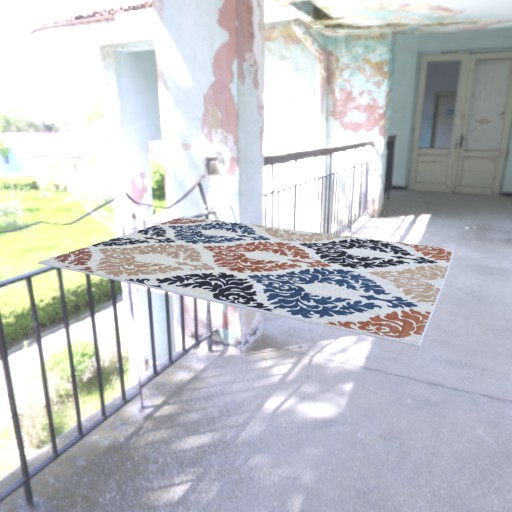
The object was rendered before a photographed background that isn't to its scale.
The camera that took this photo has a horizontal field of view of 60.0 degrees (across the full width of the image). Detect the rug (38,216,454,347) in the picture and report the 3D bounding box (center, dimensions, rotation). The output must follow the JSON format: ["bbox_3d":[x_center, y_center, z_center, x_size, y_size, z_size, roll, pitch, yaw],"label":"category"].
[{"bbox_3d":[0.000,0.000,2.888,2.275,0.014,1.514,9,19,26],"label":"rug"}]
